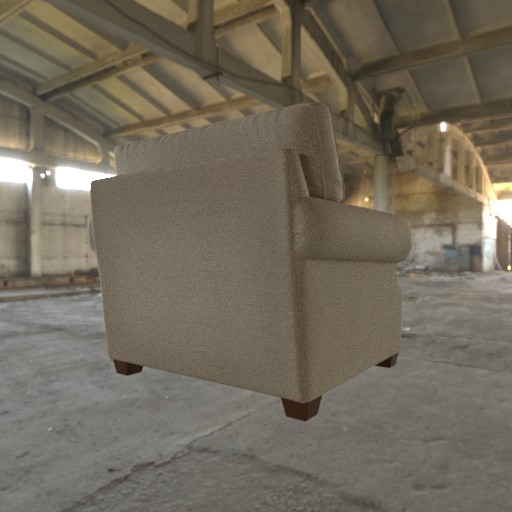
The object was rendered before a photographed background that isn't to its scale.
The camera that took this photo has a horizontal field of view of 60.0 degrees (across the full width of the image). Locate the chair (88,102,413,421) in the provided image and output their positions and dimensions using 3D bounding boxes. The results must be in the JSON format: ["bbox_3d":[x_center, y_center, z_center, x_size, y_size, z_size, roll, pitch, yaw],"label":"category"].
[{"bbox_3d":[0.000,0.000,1.847,1.092,0.961,0.965,0,1,36],"label":"chair"}]
